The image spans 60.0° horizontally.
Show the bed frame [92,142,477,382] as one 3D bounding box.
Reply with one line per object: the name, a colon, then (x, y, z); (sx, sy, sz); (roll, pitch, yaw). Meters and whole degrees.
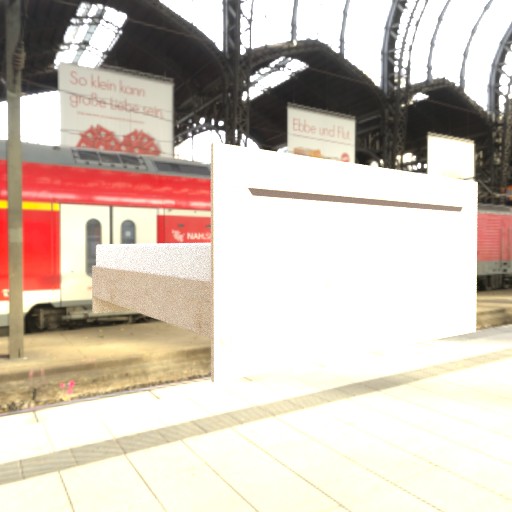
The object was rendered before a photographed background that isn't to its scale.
bed frame: (0.000, 0.000, 3.021); (1.800, 0.900, 2.080); (-1, 1, -34)
